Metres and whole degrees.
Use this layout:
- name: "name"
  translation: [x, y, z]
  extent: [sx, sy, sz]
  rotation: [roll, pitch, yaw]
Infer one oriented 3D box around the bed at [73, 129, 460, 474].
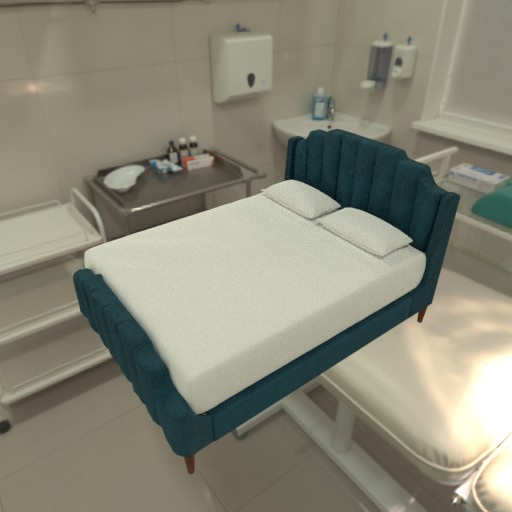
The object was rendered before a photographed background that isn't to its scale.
- name: "bed"
  translation: [0.000, 0.000, 3.294]
  extent: [2.322, 1.351, 1.676]
  rotation: [-22, 39, -31]
